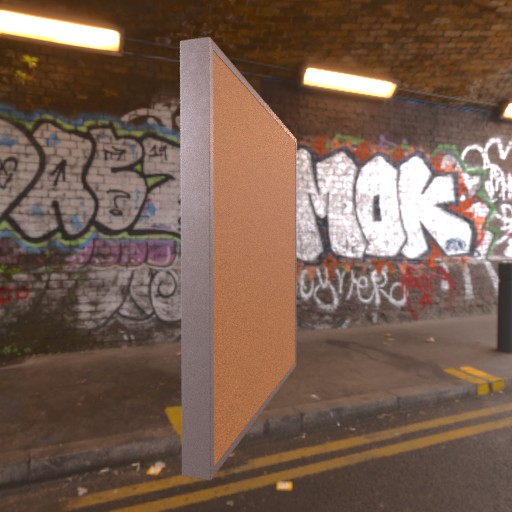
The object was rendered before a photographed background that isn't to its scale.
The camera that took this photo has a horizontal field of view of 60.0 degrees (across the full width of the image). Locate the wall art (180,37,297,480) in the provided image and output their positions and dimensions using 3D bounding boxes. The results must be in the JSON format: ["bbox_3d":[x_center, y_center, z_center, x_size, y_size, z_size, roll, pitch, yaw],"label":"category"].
[{"bbox_3d":[0.000,0.000,0.518,0.028,0.349,0.349,0,1,16],"label":"wall art"}]
